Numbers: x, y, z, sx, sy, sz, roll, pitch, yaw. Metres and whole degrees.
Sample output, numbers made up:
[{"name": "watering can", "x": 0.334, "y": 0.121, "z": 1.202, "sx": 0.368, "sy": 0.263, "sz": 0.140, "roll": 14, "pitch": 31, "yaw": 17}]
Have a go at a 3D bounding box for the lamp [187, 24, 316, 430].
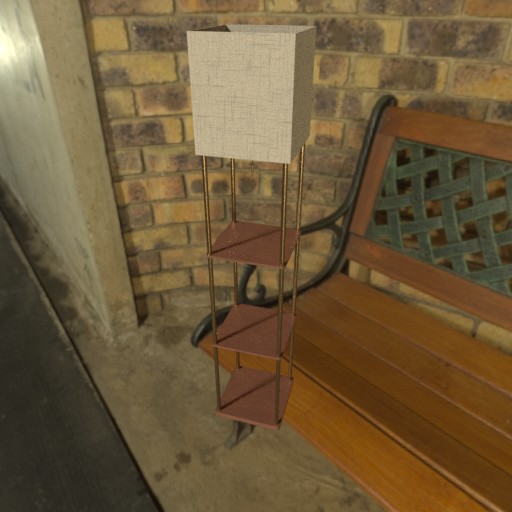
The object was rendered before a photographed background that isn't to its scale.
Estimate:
[{"name": "lamp", "x": 0.000, "y": 0.000, "z": 1.714, "sx": 0.308, "sy": 1.569, "sz": 0.310, "roll": 9, "pitch": 32, "yaw": 14}]
